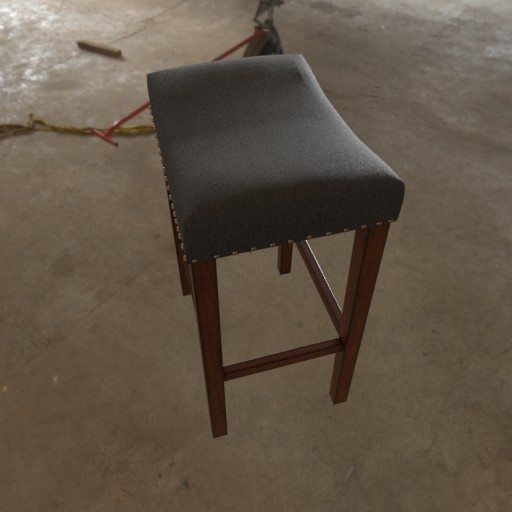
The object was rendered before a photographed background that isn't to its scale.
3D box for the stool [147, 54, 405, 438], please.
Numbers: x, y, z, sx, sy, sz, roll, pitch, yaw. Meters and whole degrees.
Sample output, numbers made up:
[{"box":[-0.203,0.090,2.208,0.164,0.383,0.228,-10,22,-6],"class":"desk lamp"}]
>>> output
[{"box":[0.000,0.000,1.048,0.366,0.748,0.502,-12,49,-10],"class":"stool"}]
